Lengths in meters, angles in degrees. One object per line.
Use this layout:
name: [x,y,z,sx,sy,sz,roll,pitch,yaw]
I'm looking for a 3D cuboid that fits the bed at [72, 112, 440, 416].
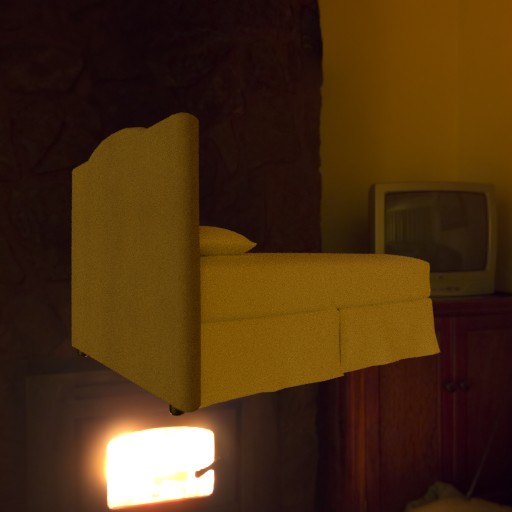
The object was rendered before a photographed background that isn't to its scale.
bed: [0.000,0.000,3.223,2.128,1.441,1.744,0,0,-37]
